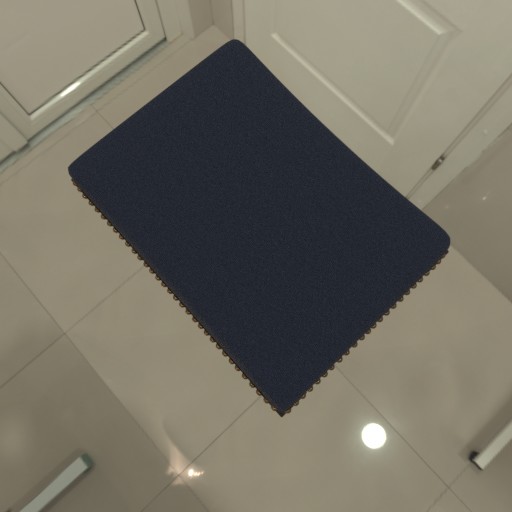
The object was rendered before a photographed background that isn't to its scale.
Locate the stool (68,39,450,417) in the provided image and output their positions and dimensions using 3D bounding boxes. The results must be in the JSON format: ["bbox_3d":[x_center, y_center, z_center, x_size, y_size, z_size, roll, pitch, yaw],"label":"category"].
[{"bbox_3d":[0.000,0.000,0.934,0.361,0.642,0.500,-42,80,-10],"label":"stool"}]
